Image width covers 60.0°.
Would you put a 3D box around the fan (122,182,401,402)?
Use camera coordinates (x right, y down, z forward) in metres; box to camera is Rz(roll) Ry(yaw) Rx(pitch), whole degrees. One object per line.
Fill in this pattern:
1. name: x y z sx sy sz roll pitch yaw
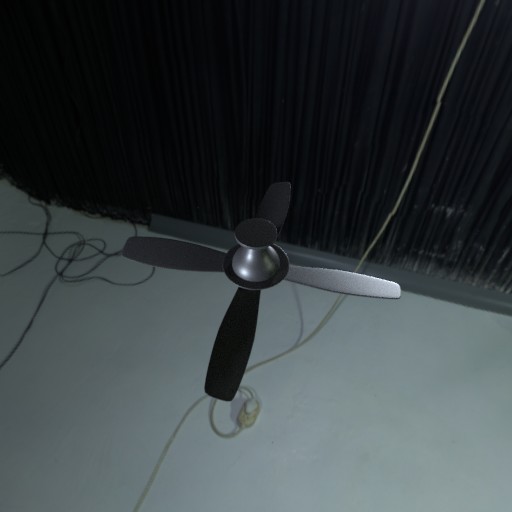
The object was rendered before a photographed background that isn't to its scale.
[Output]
1. fan: 0.000 0.000 2.581 1.694 0.382 1.694 9 47 8
